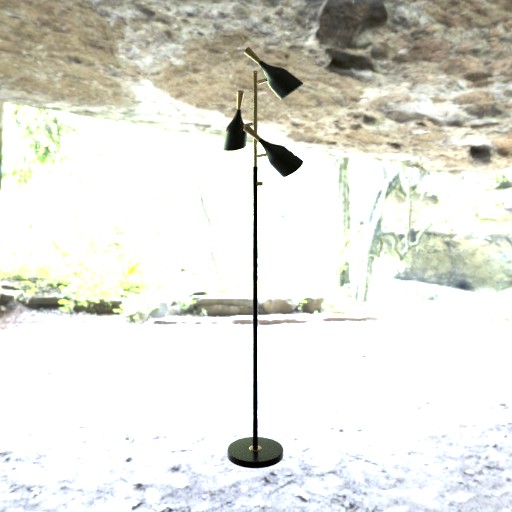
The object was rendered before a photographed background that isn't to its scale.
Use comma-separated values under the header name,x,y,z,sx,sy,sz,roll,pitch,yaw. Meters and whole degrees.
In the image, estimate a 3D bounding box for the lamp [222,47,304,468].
name,x,y,z,sx,sy,sz,roll,pitch,yaw
lamp,0.000,0.000,1.964,0.434,1.778,0.253,1,1,38
